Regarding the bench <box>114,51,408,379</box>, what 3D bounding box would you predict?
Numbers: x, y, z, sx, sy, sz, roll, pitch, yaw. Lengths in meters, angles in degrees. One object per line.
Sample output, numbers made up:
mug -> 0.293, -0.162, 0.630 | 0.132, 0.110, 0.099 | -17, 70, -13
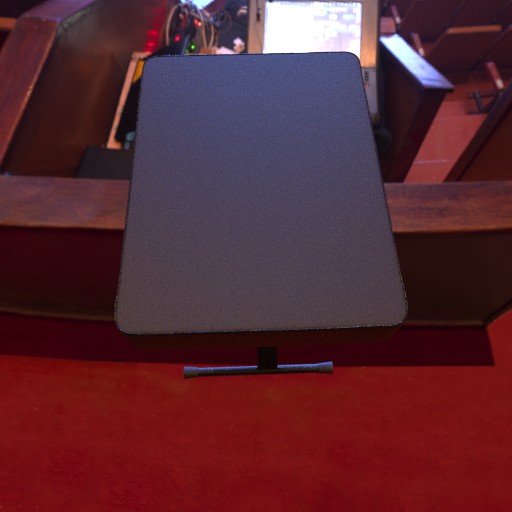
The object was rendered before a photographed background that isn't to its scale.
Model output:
bench -> 0.000, 0.000, 0.786 | 0.321, 0.500, 0.424 | -2, 64, -1
